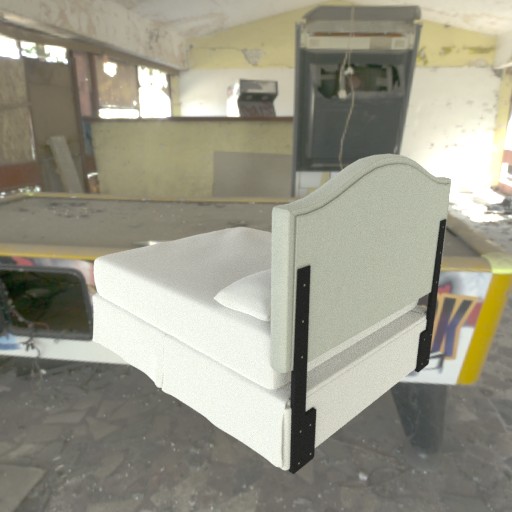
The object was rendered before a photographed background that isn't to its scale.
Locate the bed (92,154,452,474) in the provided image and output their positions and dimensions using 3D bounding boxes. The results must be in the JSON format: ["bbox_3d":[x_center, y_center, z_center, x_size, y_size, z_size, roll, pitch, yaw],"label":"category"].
[{"bbox_3d":[0.000,0.000,3.387,1.813,1.607,2.180,-16,23,-43],"label":"bed"}]
